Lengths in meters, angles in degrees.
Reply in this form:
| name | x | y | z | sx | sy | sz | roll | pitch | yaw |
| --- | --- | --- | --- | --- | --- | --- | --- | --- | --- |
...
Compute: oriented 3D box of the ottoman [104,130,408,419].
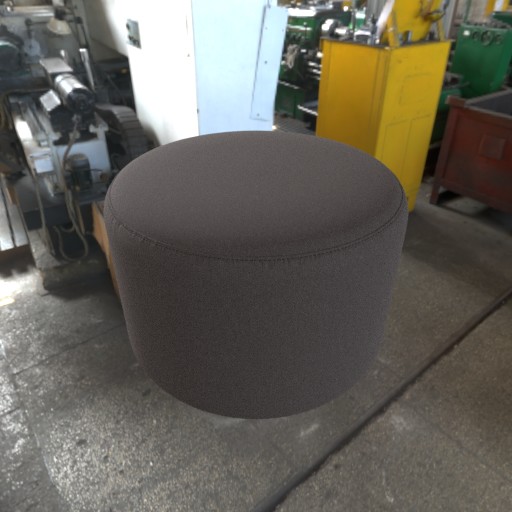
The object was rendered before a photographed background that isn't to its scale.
| name | x | y | z | sx | sy | sz | roll | pitch | yaw |
| --- | --- | --- | --- | --- | --- | --- | --- | --- | --- |
| ottoman | 0.000 | 0.000 | 1.001 | 0.608 | 0.433 | 0.608 | 0 | 33 | 0 |
